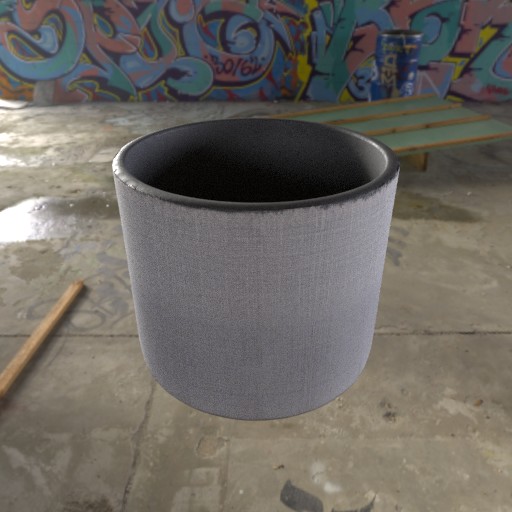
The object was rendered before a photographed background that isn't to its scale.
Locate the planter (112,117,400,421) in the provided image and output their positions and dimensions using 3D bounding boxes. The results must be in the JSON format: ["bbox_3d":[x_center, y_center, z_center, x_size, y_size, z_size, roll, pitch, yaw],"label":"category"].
[{"bbox_3d":[0.000,0.000,0.453,0.254,0.221,0.254,0,31,0],"label":"planter"}]
